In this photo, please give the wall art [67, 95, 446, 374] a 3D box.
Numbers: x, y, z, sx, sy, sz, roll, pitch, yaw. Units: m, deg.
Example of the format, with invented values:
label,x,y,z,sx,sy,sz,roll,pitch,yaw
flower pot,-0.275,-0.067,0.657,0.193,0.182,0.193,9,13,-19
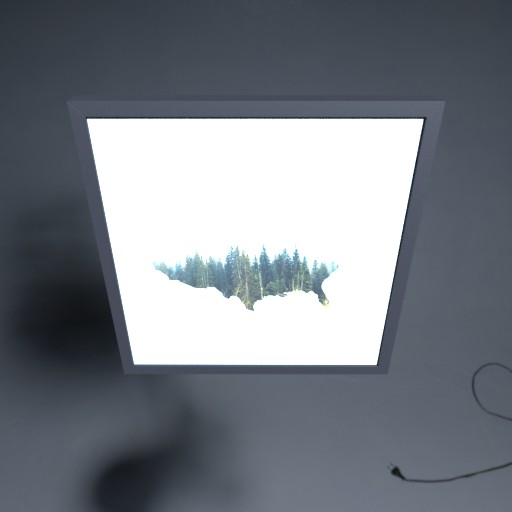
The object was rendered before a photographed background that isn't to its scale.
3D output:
label,x,y,z,sx,sy,sz,roll,pitch,yaw
wall art,0.000,0.000,0.743,0.509,0.509,0.040,0,31,0
